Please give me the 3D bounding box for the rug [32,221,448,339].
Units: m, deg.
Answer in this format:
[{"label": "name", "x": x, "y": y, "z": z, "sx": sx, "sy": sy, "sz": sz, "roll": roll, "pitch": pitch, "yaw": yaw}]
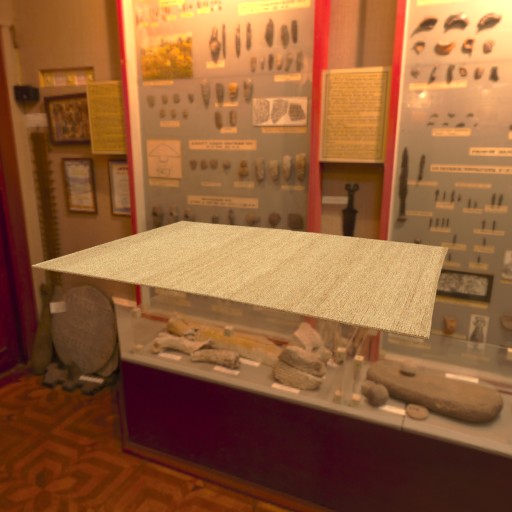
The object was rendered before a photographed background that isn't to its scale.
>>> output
[{"label": "rug", "x": 0.000, "y": 0.000, "z": 2.919, "sx": 2.283, "sy": 0.030, "sz": 1.596, "roll": 7, "pitch": 17, "yaw": 25}]
